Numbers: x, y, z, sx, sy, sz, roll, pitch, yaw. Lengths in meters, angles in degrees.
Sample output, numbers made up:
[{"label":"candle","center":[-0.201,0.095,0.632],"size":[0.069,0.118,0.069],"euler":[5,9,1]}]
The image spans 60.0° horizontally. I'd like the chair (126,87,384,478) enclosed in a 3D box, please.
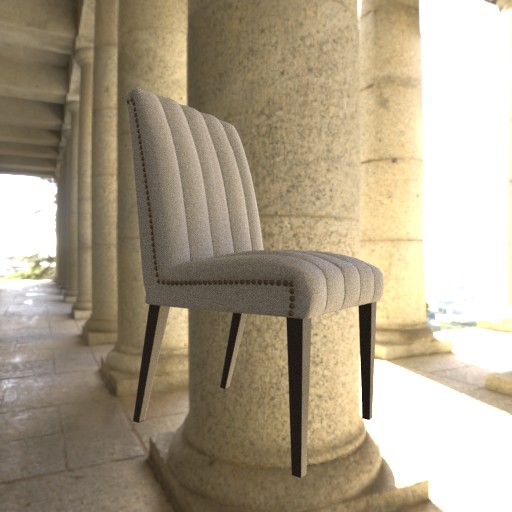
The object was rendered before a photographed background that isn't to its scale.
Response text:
[{"label":"chair","center":[0.000,0.000,1.357],"size":[0.647,1.016,0.511],"euler":[0,0,35]}]
